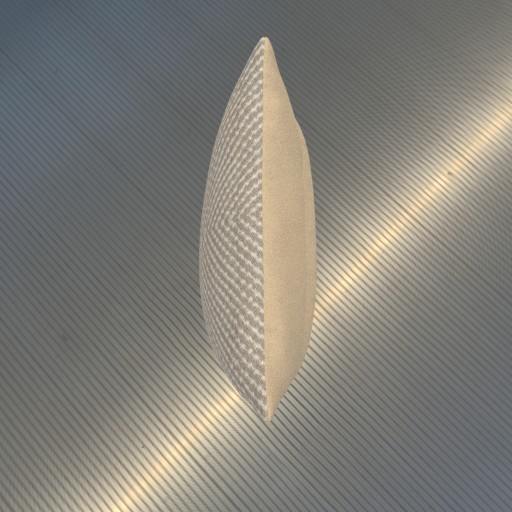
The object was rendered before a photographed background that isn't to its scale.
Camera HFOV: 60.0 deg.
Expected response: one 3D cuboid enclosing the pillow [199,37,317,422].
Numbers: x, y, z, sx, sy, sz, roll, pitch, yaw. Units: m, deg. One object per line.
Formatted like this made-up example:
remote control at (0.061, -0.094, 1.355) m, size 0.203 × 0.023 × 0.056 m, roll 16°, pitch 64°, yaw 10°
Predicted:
pillow at (0.000, 0.000, 0.718) m, size 0.181 × 0.458 × 0.459 m, roll 0°, pitch 76°, yaw 0°
